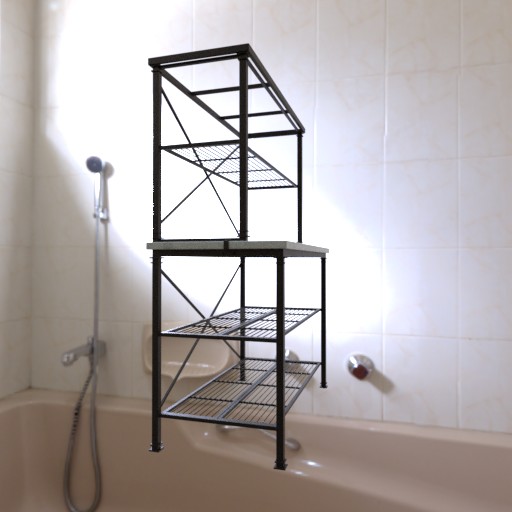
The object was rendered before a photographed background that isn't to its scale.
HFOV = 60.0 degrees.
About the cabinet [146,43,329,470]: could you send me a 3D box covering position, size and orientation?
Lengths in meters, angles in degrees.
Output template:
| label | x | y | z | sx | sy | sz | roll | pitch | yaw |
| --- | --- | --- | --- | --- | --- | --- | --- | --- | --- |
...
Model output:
| label | x | y | z | sx | sy | sz | roll | pitch | yaw |
| --- | --- | --- | --- | --- | --- | --- | --- | --- | --- |
| cabinet | 0.000 | 0.000 | 2.344 | 0.610 | 1.659 | 1.210 | 0 | -1 | 17 |
